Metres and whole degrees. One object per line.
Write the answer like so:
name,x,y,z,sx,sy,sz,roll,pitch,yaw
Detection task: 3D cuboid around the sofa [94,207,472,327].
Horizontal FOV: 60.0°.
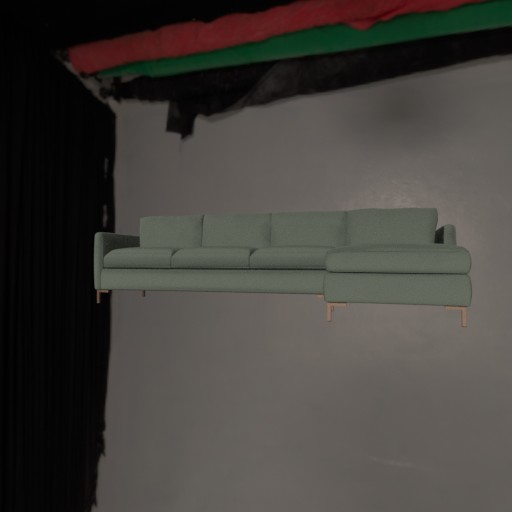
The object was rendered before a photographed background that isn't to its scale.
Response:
sofa,0.000,0.000,3.263,2.725,0.756,1.255,0,-1,18
